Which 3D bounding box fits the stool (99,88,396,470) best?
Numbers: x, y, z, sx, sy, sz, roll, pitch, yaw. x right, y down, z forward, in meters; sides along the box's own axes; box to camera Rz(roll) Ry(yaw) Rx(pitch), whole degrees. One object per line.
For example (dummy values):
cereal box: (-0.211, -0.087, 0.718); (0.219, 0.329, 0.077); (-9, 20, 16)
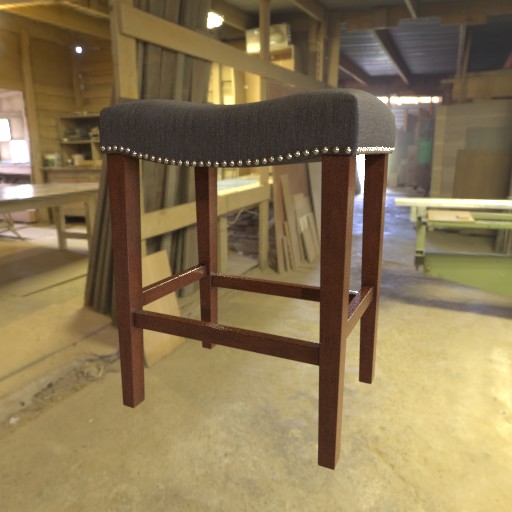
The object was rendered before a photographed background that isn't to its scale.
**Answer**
stool: (0.000, 0.000, 0.965); (0.504, 0.654, 0.372); (6, 15, 25)
